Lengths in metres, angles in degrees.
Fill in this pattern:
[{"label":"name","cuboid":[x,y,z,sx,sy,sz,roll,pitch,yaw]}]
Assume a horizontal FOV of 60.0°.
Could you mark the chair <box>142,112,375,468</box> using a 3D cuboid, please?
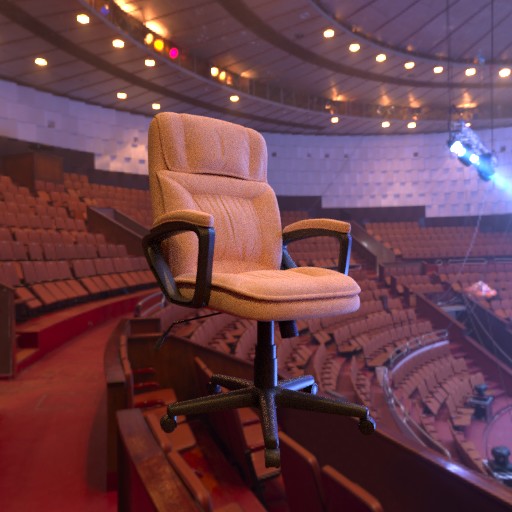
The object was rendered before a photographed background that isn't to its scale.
[{"label":"chair","cuboid":[0.000,0.000,1.535,0.667,1.105,0.724,0,0,-36]}]
